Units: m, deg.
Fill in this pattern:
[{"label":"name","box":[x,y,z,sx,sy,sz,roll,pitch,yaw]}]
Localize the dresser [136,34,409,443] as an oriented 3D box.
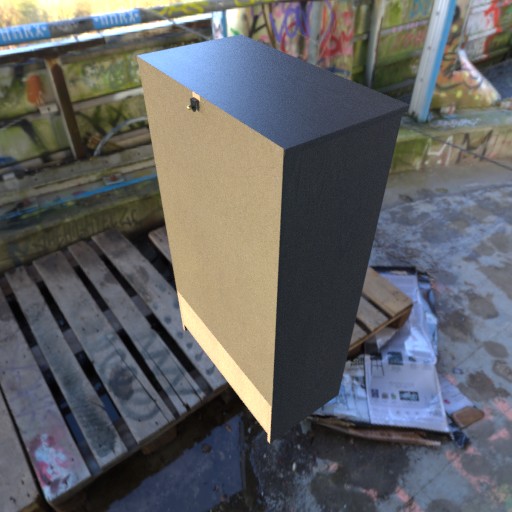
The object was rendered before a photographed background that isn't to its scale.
[{"label":"dresser","box":[0.000,0.000,1.583,0.418,1.254,0.704,-25,47,-26]}]
